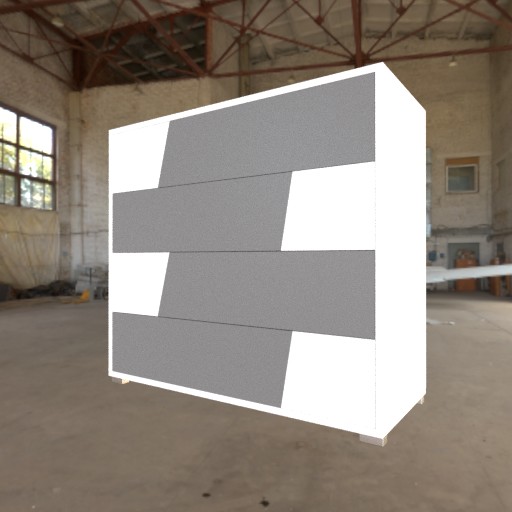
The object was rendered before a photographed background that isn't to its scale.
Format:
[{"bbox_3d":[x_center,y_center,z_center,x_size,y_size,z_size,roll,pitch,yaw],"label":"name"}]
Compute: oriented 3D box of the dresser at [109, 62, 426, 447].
[{"bbox_3d":[0.000,0.000,1.641,1.100,1.000,0.460,0,0,34],"label":"dresser"}]
